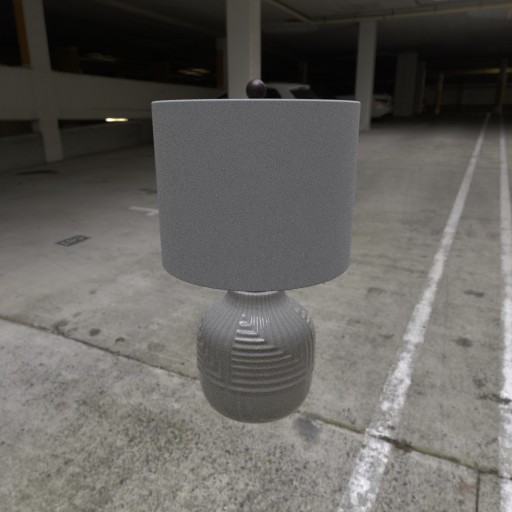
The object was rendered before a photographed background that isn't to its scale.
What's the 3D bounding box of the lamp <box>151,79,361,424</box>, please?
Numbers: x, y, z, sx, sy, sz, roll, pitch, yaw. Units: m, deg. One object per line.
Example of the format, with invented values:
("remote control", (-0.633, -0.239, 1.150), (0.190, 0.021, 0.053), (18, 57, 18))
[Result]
("lamp", (0.000, 0.000, 0.764), (0.318, 0.567, 0.318), (0, 18, 0))
